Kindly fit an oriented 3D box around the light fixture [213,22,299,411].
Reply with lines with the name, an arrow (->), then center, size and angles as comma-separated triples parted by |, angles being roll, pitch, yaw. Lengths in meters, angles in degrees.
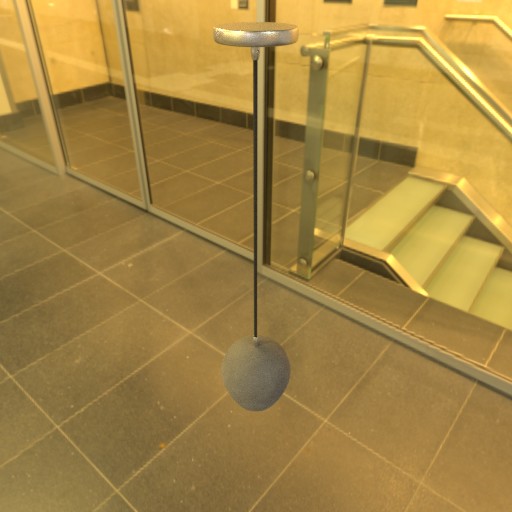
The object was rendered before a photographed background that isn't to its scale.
light fixture -> 0.000, 0.000, 0.822 | 0.153, 0.760, 0.153 | 12, 35, 17
